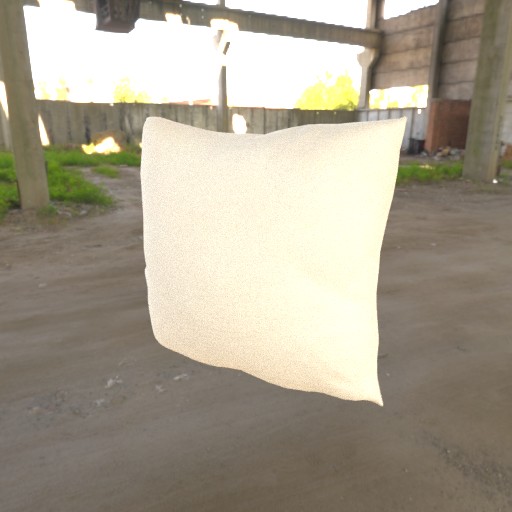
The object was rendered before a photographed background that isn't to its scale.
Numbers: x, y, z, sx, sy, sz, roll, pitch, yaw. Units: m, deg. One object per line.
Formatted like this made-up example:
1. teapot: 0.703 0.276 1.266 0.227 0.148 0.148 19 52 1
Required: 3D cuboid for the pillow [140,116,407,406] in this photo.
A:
1. pillow: 0.000 0.000 0.741 0.450 0.448 0.245 8 18 26
